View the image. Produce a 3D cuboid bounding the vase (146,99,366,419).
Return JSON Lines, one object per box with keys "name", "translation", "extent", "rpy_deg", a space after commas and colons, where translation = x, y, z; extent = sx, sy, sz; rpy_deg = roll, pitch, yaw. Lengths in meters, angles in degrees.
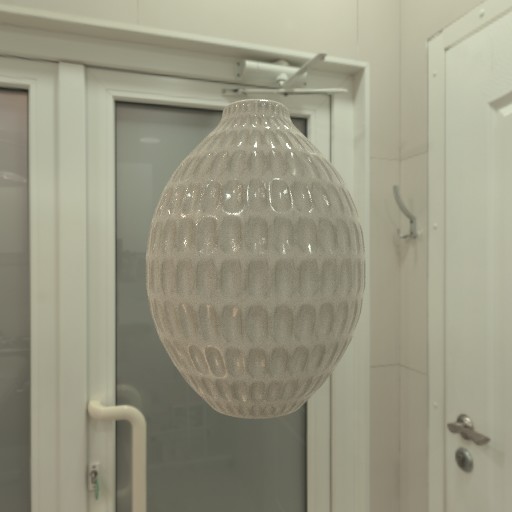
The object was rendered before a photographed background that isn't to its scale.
{"name": "vase", "translation": [0.000, 0.000, 0.336], "extent": [0.162, 0.223, 0.162], "rpy_deg": [0, 0, 0]}
